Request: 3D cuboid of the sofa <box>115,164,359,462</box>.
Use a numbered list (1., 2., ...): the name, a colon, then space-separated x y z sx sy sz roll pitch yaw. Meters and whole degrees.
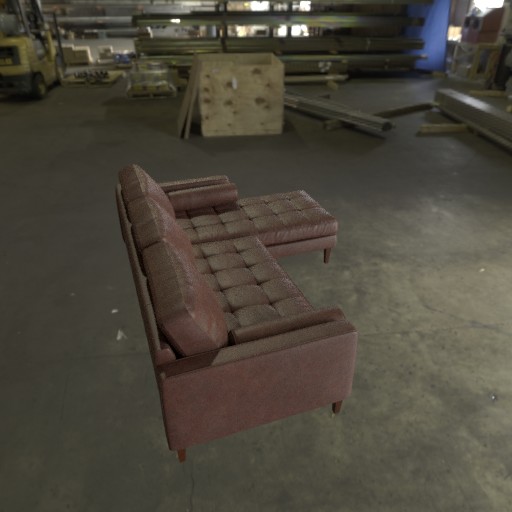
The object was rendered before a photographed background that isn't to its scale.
1. sofa: 0.000 0.000 2.962 1.613 0.841 2.185 -11 32 -17
